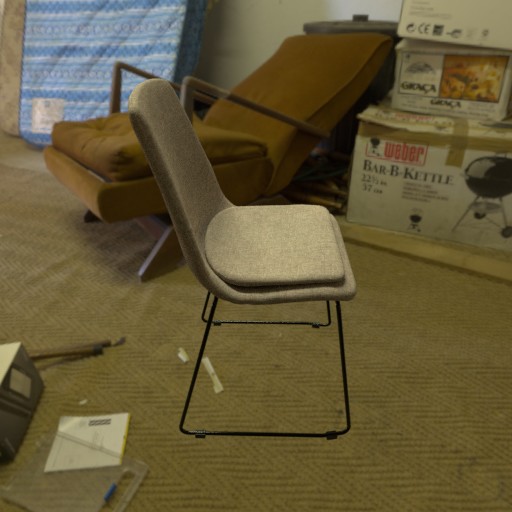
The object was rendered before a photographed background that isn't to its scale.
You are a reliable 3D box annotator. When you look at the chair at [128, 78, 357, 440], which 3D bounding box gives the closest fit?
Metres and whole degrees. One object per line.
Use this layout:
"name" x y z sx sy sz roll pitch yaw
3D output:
"chair" 0.000 0.000 1.168 0.518 0.858 0.479 1 31 1
